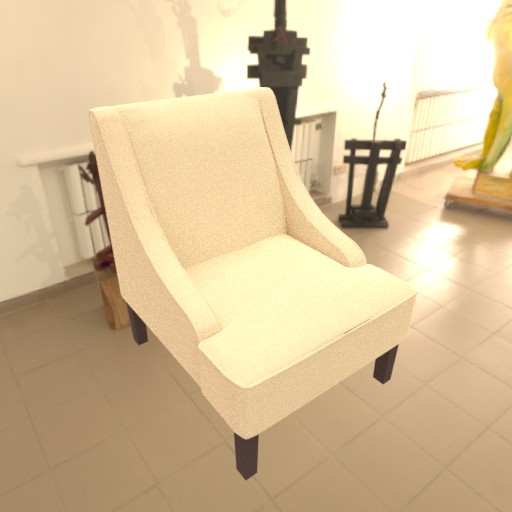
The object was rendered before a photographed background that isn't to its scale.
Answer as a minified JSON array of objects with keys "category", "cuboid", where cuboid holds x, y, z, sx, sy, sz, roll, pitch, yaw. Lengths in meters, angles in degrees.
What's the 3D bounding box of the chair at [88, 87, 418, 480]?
[{"category":"chair","cuboid":[0.000,0.000,1.434,0.689,0.886,0.806,-21,35,-32]}]
